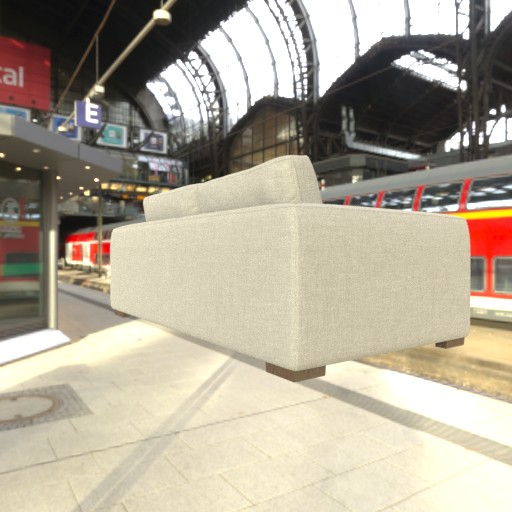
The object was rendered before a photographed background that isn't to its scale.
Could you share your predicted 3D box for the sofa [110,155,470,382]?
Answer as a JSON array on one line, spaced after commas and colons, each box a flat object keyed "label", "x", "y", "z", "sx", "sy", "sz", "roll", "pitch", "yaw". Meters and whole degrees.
[{"label": "sofa", "x": 0.000, "y": 0.000, "z": 2.463, "sx": 1.069, "sy": 0.800, "sz": 1.920, "roll": 0, "pitch": 1, "yaw": -35}]
